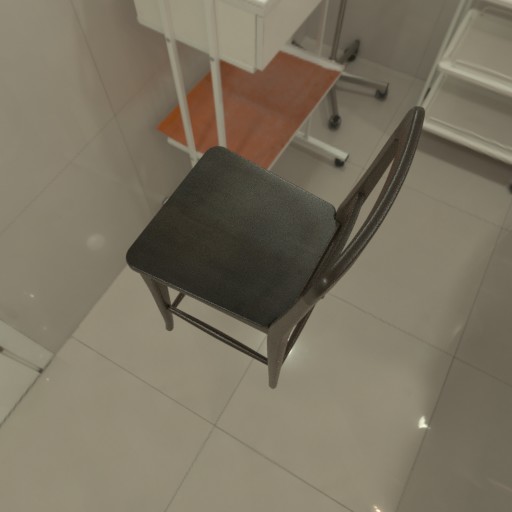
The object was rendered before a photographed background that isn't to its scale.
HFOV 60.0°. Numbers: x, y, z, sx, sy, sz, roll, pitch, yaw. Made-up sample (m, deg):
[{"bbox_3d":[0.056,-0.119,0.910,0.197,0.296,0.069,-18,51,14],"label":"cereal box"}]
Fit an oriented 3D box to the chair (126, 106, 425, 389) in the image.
[{"bbox_3d":[0.000,0.000,1.237,0.546,0.991,0.450,27,66,13],"label":"chair"}]
